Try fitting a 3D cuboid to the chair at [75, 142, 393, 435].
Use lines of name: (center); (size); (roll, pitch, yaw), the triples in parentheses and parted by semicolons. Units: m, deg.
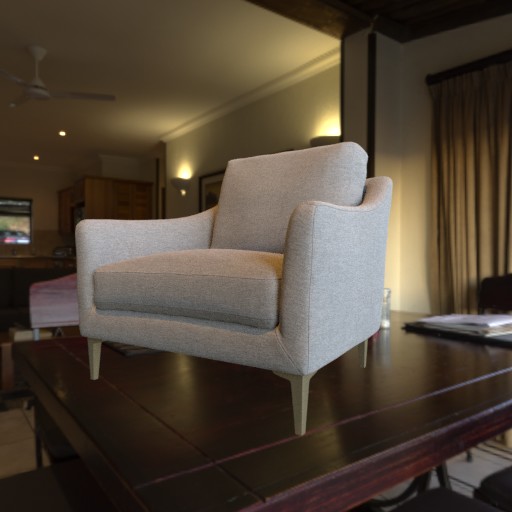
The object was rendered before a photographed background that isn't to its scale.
chair: (0.000, 0.000, 1.723); (0.986, 0.902, 0.961); (0, 1, 35)
